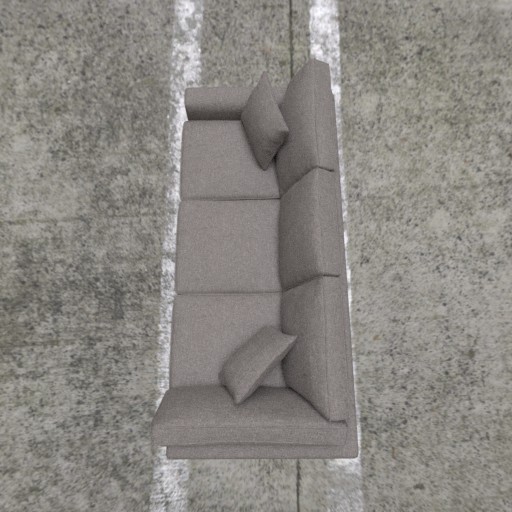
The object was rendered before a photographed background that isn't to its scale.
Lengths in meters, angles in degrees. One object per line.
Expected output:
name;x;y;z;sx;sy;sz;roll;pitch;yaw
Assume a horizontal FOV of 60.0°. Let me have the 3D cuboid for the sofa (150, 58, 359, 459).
sofa;0.000;0.000;2.832;1.061;0.962;2.317;0;73;0
